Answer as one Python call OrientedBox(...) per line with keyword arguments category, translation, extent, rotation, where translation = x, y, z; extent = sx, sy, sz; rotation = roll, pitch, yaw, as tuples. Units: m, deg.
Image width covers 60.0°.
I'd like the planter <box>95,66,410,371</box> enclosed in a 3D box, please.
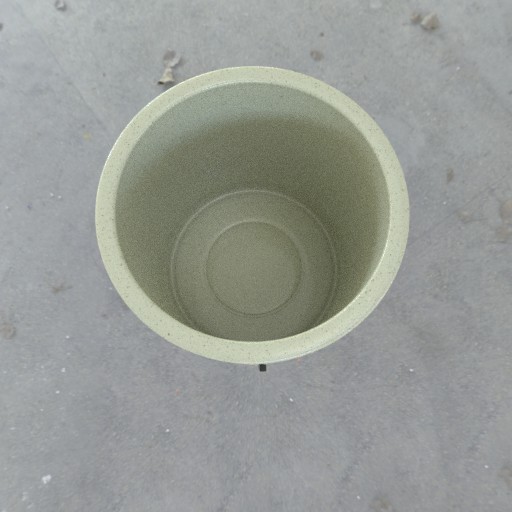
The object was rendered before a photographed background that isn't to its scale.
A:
OrientedBox(category="planter", translation=(0.000, 0.000, 0.671), extent=(0.323, 0.475, 0.314), rotation=(-34, 79, -8))
